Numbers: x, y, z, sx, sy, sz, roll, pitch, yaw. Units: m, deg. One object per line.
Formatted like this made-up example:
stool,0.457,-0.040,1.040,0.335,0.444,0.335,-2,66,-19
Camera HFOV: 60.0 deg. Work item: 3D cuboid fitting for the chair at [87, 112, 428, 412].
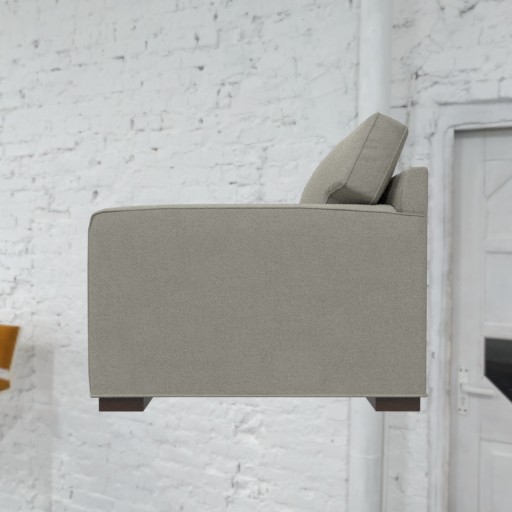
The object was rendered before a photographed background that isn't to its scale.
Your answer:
chair,0.000,0.000,1.824,1.044,0.934,0.999,0,1,0
